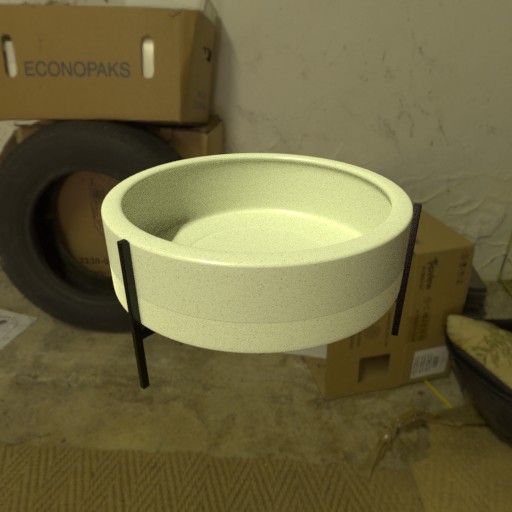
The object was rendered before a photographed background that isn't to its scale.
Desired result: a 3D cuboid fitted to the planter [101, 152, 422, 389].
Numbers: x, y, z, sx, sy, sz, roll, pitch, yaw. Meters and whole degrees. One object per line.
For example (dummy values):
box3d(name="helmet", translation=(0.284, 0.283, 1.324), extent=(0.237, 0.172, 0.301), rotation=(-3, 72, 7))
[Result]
box3d(name="planter", translation=(0.000, 0.000, 0.540), extent=(0.336, 0.171, 0.345), rotation=(-8, 29, -15))
